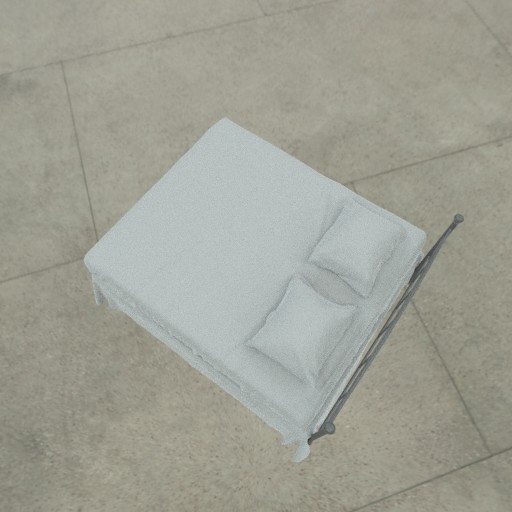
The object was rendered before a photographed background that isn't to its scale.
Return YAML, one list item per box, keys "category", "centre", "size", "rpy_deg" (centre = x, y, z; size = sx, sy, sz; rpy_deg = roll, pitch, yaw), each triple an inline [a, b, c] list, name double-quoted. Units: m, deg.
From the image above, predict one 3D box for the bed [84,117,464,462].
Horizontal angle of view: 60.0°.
- category: "bed"
  centre: [0.000, 0.000, 3.338]
  size: [2.215, 1.080, 1.936]
  rpy_deg: [33, 69, 15]
